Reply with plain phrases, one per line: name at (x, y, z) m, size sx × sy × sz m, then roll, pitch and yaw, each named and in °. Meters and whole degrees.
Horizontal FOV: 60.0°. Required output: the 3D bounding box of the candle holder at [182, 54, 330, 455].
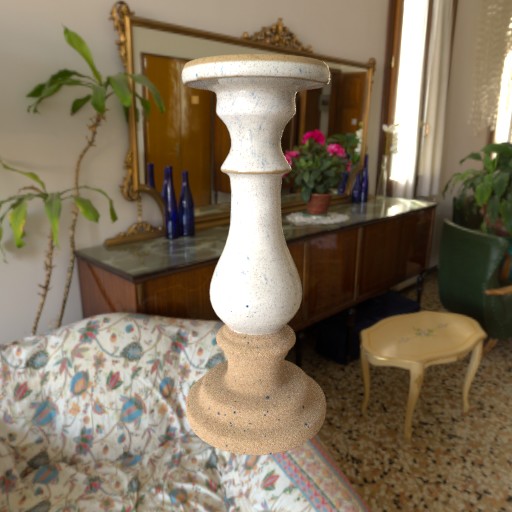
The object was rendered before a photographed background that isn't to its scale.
candle holder at (0.000, 0.000, 0.255) m, size 0.088 × 0.203 × 0.088 m, roll 0°, pitch 15°, yaw 0°
